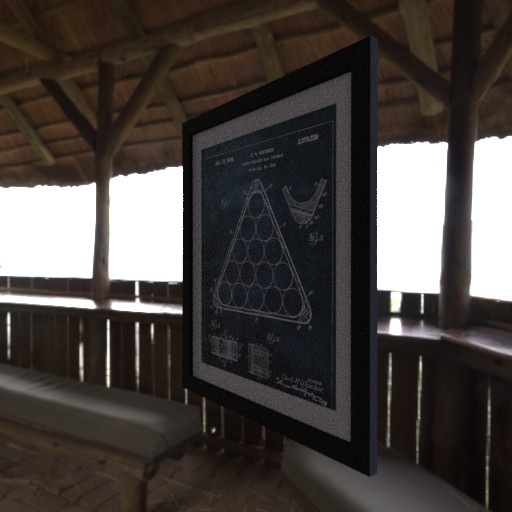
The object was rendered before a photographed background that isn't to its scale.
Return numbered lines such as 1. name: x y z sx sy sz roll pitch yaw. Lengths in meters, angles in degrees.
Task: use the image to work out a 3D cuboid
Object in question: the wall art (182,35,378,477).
1. wall art: 0.000 0.000 0.487 0.010 0.361 0.311 0 0 -39
